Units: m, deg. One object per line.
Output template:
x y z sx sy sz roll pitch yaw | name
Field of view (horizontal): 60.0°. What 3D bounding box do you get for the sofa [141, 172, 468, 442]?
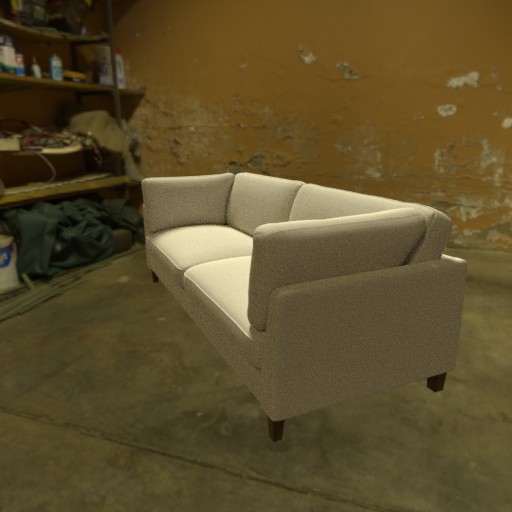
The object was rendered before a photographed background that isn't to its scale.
0.000 0.000 2.697 0.957 0.863 2.301 -7 16 -24 | sofa
